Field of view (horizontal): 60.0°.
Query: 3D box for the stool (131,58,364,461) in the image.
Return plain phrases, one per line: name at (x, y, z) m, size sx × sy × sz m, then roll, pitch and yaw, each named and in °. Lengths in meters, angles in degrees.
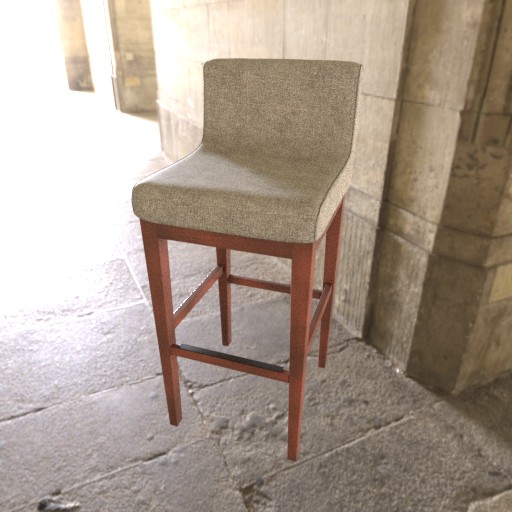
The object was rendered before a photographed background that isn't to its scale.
stool at (0.000, 0.000, 1.210) m, size 0.426 × 0.965 × 0.499 m, roll 9°, pitch 28°, yaw 17°
